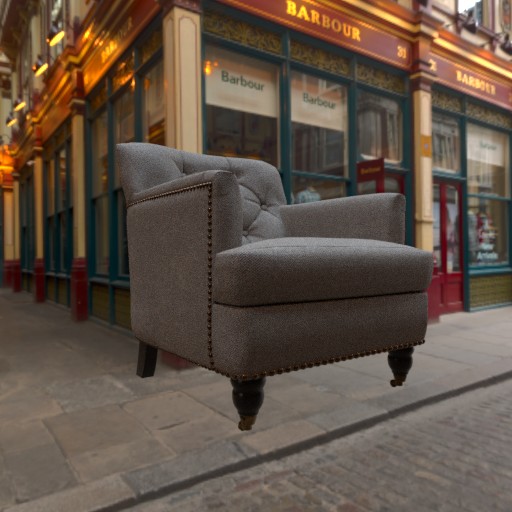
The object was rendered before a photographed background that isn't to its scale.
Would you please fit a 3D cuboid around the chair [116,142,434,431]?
[{"bbox_3d":[0.000,0.000,1.489,0.737,0.823,0.902,0,0,-36],"label":"chair"}]
